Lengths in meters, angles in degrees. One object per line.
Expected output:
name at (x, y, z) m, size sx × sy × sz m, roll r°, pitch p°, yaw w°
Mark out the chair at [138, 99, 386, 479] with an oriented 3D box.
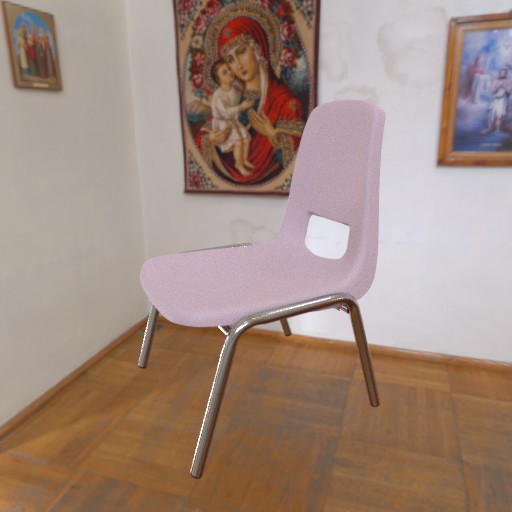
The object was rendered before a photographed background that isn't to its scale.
chair at (0.000, 0.000, 0.796) m, size 0.385 × 0.536 × 0.354 m, roll -9°, pitch 19°, yaw -26°
